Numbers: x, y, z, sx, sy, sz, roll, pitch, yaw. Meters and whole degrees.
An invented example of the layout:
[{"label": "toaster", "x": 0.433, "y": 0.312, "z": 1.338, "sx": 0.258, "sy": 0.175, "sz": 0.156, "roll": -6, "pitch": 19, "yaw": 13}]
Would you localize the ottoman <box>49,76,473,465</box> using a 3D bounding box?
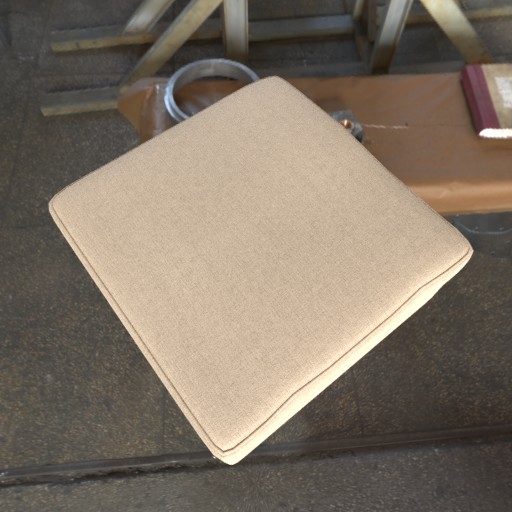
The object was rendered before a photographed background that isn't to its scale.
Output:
[{"label": "ottoman", "x": 0.000, "y": 0.000, "z": 1.342, "sx": 0.838, "sy": 0.503, "sz": 0.838, "roll": -35, "pitch": 68, "yaw": -16}]
